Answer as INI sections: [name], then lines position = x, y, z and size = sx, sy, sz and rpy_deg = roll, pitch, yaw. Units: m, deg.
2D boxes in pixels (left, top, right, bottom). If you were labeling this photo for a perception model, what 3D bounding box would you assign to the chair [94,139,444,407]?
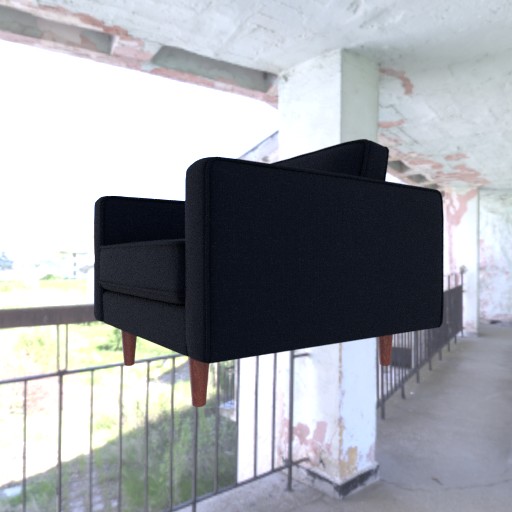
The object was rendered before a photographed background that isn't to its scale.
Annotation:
[chair]
position = 0.000, 0.000, 1.561
size = 0.920, 0.770, 0.899
rpy_deg = 0, 0, -35
